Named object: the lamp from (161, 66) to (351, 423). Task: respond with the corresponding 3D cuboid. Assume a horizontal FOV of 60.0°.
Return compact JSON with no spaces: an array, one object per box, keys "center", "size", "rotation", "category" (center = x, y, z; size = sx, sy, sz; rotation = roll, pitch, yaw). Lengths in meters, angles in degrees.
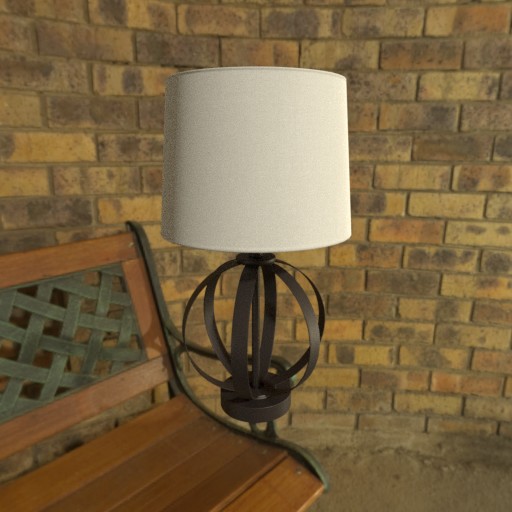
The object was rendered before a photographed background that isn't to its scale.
[{"center":[0.000,0.000,0.691],"size":[0.286,0.510,0.286],"rotation":[0,14,0],"category":"lamp"}]
